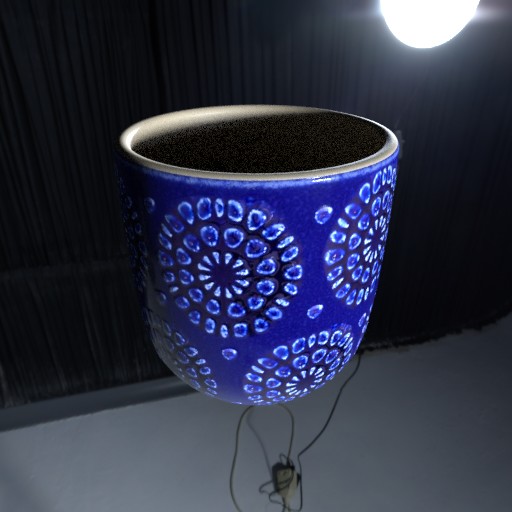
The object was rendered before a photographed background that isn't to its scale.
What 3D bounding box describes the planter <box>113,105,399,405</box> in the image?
[{"bbox_3d":[0.000,0.000,0.200,0.109,0.112,0.109,0,30,0],"label":"planter"}]
